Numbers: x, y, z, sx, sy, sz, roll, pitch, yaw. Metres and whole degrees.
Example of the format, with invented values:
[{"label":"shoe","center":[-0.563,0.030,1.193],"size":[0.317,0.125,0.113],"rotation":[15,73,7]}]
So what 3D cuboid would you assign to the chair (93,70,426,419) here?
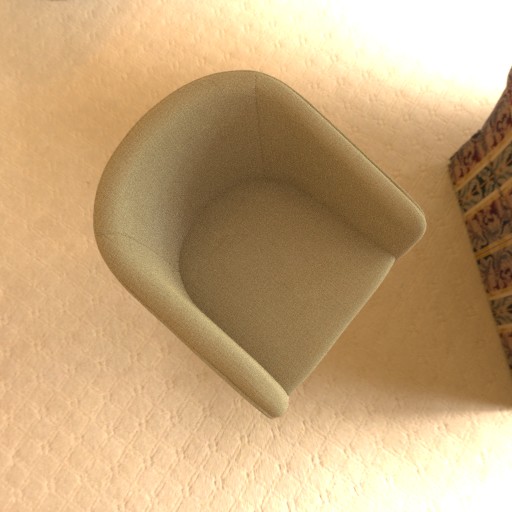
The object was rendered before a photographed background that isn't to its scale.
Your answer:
[{"label":"chair","center":[0.000,0.000,1.222],"size":[0.616,0.775,0.584],"rotation":[39,79,9]}]
